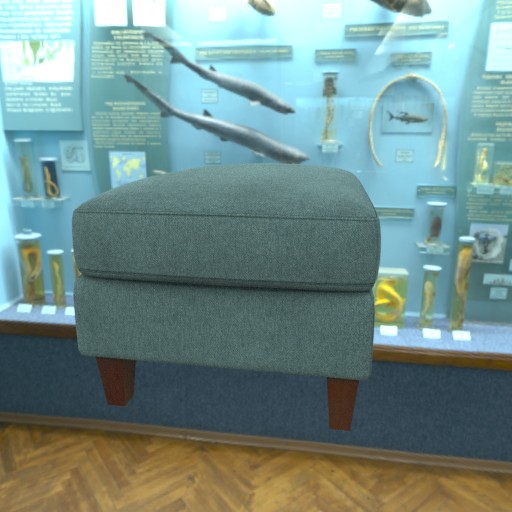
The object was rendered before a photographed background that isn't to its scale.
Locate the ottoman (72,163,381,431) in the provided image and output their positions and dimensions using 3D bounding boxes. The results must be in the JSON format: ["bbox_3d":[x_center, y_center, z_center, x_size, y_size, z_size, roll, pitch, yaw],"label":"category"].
[{"bbox_3d":[0.000,0.000,1.210,0.584,0.483,0.864,3,15,10],"label":"ottoman"}]
